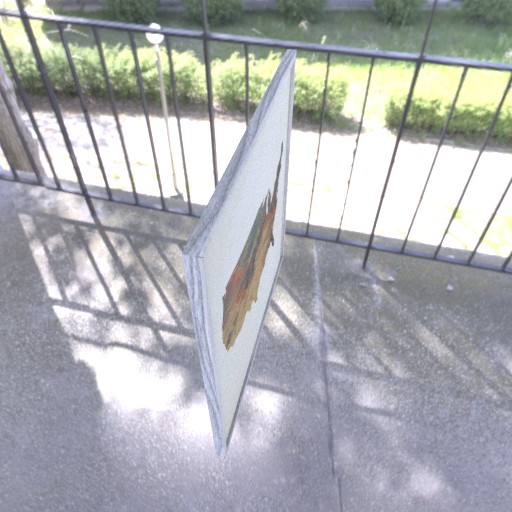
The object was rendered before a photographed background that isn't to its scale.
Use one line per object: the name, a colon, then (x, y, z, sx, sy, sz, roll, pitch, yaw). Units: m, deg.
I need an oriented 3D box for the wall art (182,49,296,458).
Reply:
wall art: (0.000, 0.000, 0.766, 0.016, 0.507, 0.508, 10, 47, 10)
